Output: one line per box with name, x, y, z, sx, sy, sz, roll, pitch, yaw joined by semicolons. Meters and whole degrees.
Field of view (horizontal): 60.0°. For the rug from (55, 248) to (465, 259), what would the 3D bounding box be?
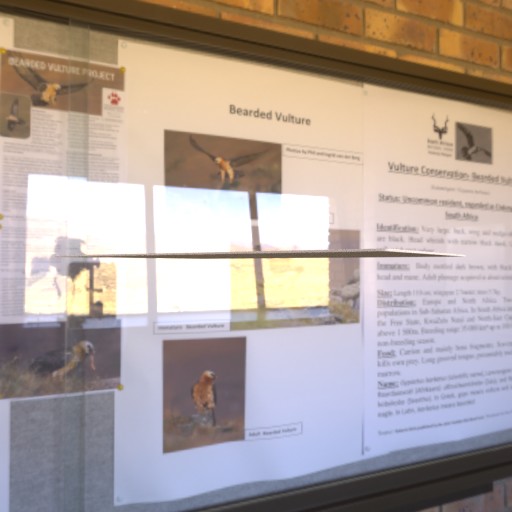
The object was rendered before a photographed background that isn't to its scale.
rug;0.000;0.000;2.258;1.753;0.008;1.143;-1;-1;36
